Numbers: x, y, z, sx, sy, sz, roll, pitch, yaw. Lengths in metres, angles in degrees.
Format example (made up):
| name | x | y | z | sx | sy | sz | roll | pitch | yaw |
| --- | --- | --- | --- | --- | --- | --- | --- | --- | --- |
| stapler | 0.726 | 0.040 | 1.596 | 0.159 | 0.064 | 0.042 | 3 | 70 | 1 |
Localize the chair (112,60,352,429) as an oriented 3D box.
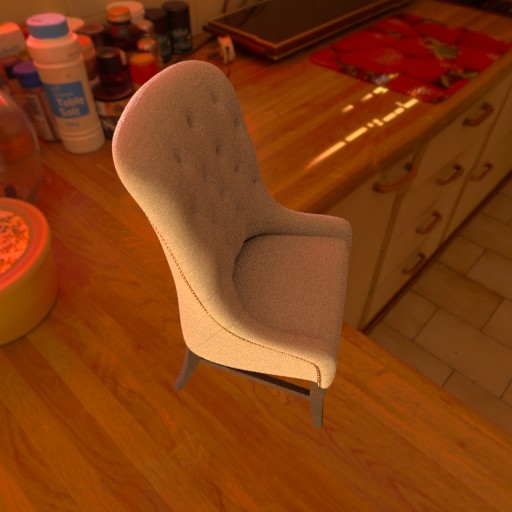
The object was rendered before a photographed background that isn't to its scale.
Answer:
| name | x | y | z | sx | sy | sz | roll | pitch | yaw |
| --- | --- | --- | --- | --- | --- | --- | --- | --- | --- |
| chair | 0.000 | 0.000 | 1.458 | 0.629 | 1.091 | 0.634 | 9 | 47 | 9 |
